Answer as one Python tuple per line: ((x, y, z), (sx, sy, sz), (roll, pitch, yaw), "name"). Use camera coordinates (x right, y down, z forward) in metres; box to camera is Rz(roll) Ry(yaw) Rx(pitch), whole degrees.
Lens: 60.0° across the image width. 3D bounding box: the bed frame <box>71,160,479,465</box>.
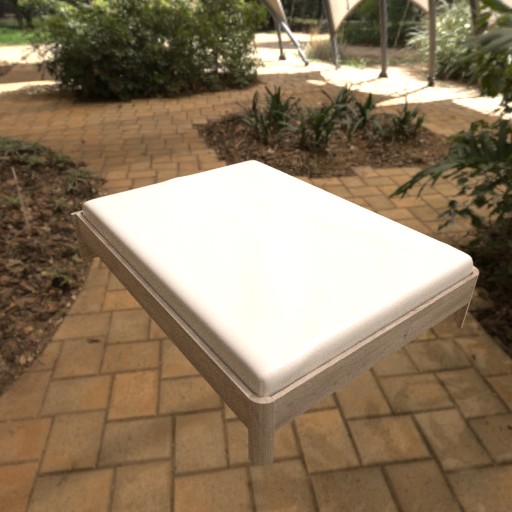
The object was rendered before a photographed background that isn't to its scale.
((0.000, 0.000, 2.610), (1.490, 0.462, 1.950), (-21, 37, -31), "bed frame")
